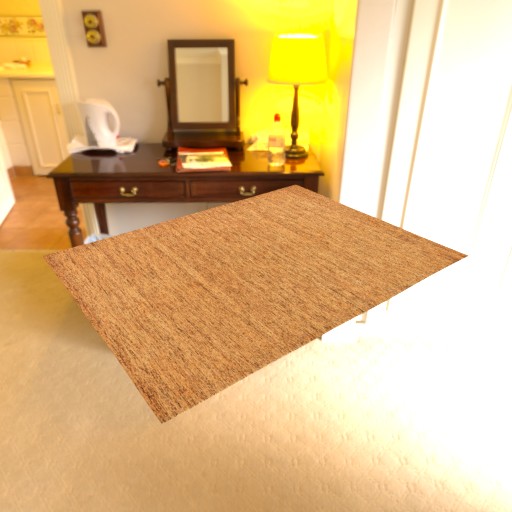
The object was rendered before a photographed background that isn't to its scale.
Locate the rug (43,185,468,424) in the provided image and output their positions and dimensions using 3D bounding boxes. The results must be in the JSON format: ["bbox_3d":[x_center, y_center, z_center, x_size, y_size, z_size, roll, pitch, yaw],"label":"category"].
[{"bbox_3d":[0.000,0.000,4.185,3.200,0.012,2.438,-20,35,-32],"label":"rug"}]
